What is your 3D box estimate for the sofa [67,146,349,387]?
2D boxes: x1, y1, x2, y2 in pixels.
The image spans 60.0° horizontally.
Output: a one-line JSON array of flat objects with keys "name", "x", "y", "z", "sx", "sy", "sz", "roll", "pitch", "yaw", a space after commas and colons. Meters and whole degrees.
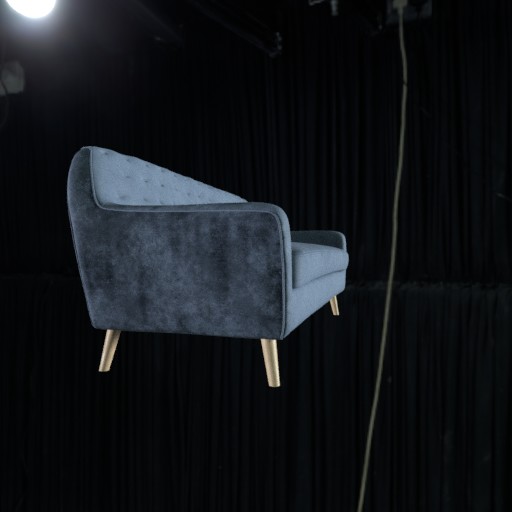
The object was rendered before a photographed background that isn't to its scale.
[{"name": "sofa", "x": 0.000, "y": 0.000, "z": 2.368, "sx": 0.841, "sy": 0.832, "sz": 1.975, "roll": 0, "pitch": 0, "yaw": 17}]
